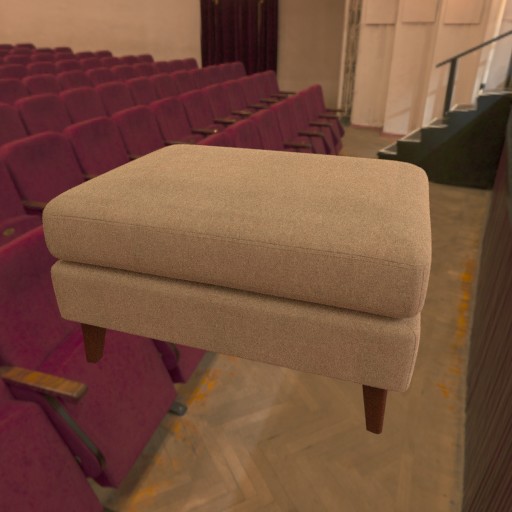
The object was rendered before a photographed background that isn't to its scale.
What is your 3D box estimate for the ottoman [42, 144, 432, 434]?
[{"bbox_3d":[0.000,0.000,1.181,0.823,0.478,0.610,8,28,16],"label":"ottoman"}]
